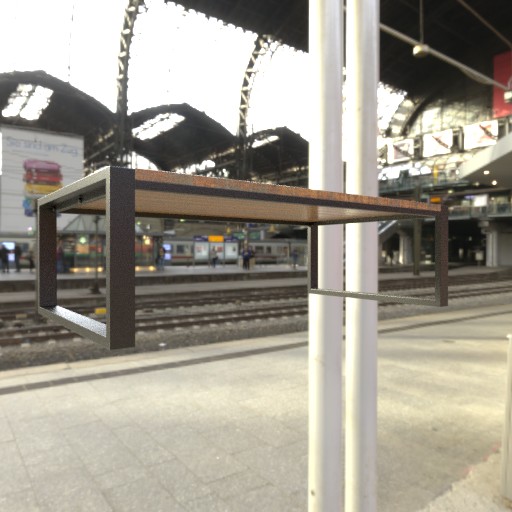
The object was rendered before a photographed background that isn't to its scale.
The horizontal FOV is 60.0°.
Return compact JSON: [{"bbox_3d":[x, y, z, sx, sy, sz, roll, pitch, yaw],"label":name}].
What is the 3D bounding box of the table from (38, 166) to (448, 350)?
[{"bbox_3d":[0.000,0.000,1.659,1.350,0.400,0.750,0,0,-37],"label":"table"}]
